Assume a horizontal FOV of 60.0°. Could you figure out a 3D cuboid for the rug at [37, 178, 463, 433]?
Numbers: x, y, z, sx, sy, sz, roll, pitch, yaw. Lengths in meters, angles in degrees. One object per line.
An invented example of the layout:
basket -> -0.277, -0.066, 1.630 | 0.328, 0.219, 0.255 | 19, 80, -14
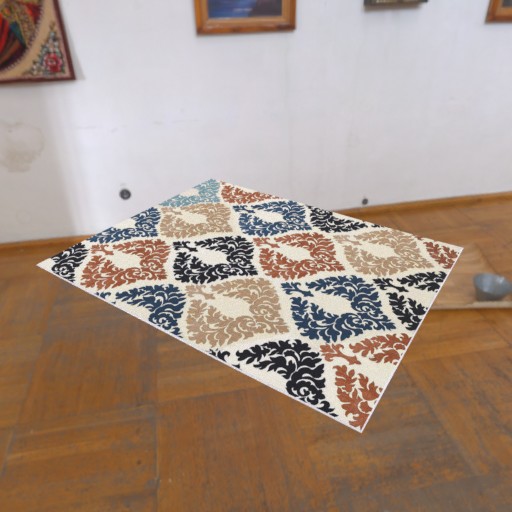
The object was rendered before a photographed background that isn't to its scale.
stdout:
rug -> 0.000, 0.000, 4.012 | 3.040, 0.014, 2.423 | 20, 37, 29
